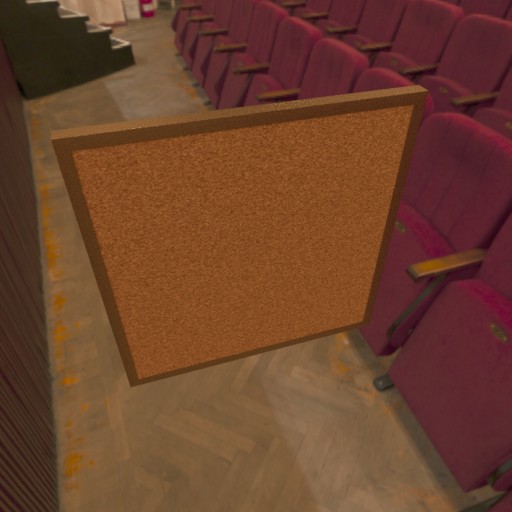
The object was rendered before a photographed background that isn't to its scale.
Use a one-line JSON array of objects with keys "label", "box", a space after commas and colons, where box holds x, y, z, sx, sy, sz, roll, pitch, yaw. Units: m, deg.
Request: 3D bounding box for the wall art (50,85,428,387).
[{"label": "wall art", "box": [0.000, 0.000, 1.126, 0.767, 0.765, 0.036, -12, 42, -13]}]
